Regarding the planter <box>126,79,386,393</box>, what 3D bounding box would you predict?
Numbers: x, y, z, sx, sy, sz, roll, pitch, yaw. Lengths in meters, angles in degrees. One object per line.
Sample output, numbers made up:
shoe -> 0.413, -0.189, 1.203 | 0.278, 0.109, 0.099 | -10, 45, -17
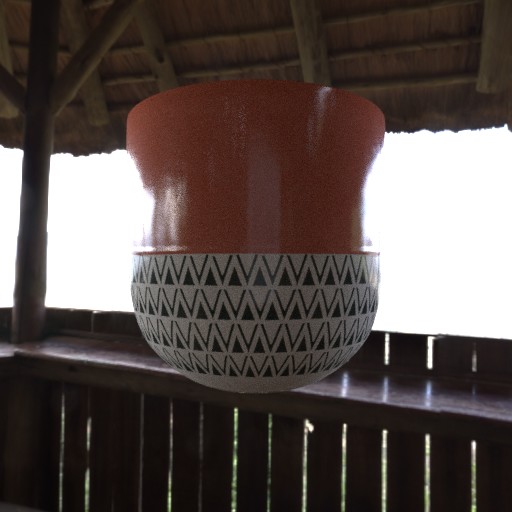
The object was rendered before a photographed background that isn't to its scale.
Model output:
planter -> 0.000, 0.000, 0.473 | 0.266, 0.270, 0.266 | 0, -1, 0
